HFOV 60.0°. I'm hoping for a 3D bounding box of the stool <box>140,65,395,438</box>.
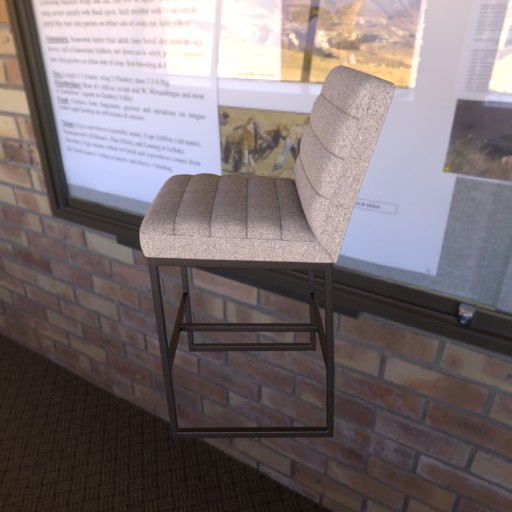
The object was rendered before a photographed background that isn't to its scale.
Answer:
[{"bbox_3d":[0.000,0.000,1.325,0.571,1.034,0.459,0,27,-1],"label":"stool"}]
